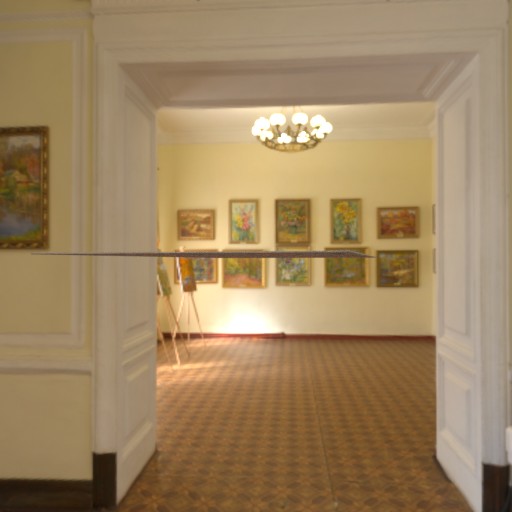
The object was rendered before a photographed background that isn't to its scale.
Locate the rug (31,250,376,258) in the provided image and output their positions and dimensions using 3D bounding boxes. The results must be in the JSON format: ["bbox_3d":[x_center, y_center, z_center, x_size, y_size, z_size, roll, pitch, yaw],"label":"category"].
[{"bbox_3d":[0.000,0.000,3.067,1.515,0.007,2.427,0,-1,17],"label":"rug"}]
